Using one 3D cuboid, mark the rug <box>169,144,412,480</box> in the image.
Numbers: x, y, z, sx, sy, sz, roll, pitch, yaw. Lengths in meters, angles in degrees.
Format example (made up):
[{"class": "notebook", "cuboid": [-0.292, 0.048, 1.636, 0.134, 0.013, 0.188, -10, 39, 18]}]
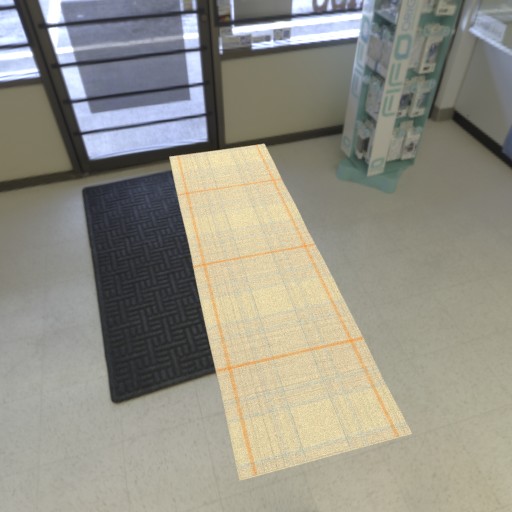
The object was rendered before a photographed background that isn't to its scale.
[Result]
[{"class": "rug", "cuboid": [0.000, 0.000, 2.685, 0.770, 0.016, 2.442, -10, 46, -10]}]
